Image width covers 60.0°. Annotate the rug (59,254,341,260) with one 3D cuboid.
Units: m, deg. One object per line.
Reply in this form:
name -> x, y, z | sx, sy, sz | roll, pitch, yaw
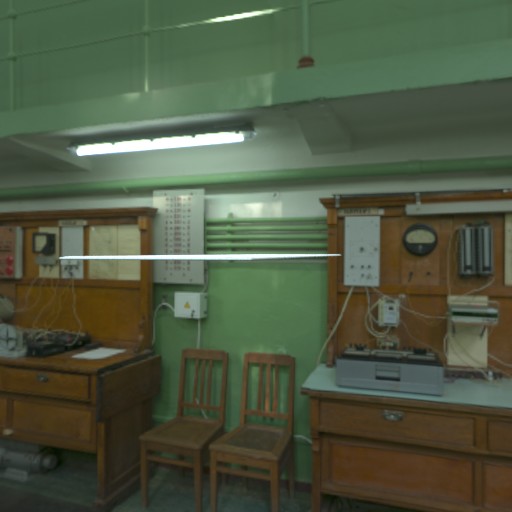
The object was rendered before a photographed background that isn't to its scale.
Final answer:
rug -> 0.000, 0.000, 2.392 | 0.662, 0.011, 2.196 | 0, 0, 17
